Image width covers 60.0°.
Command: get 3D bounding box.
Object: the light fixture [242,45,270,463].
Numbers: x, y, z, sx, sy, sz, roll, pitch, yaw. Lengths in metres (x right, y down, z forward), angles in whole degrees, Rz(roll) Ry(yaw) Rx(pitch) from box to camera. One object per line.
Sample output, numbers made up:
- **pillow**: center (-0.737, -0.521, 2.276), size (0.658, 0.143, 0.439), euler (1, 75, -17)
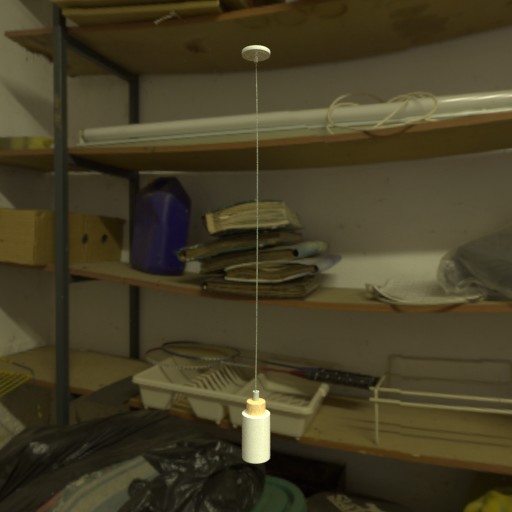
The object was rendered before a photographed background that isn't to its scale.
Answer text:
- **light fixture**: center (0.000, 0.000, 1.969), size (0.125, 1.798, 0.125), euler (0, 1, -1)
